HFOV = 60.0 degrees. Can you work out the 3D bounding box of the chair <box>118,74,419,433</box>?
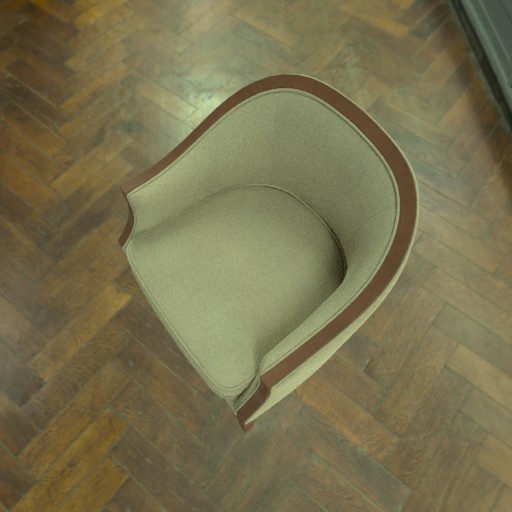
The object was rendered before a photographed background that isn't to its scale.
[{"bbox_3d":[0.000,0.000,1.468,0.735,0.876,0.803,-34,68,-16],"label":"chair"}]
